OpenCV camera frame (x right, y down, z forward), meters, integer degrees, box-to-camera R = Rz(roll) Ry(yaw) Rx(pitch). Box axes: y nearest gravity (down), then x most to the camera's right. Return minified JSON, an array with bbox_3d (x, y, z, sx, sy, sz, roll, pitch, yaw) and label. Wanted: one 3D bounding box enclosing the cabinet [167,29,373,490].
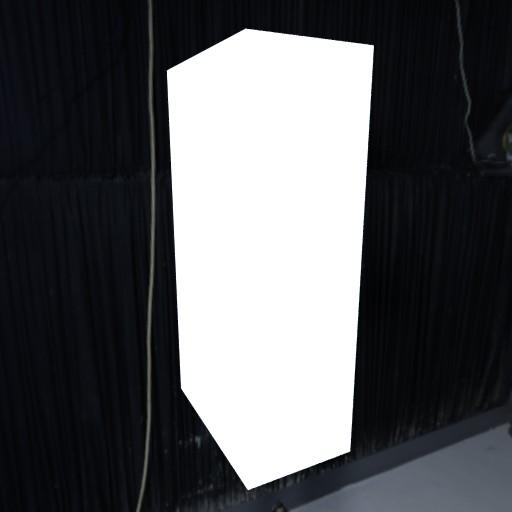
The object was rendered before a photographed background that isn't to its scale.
[{"bbox_3d":[0.000,0.000,2.336,0.580,1.920,0.980,-7,15,-26],"label":"cabinet"}]
